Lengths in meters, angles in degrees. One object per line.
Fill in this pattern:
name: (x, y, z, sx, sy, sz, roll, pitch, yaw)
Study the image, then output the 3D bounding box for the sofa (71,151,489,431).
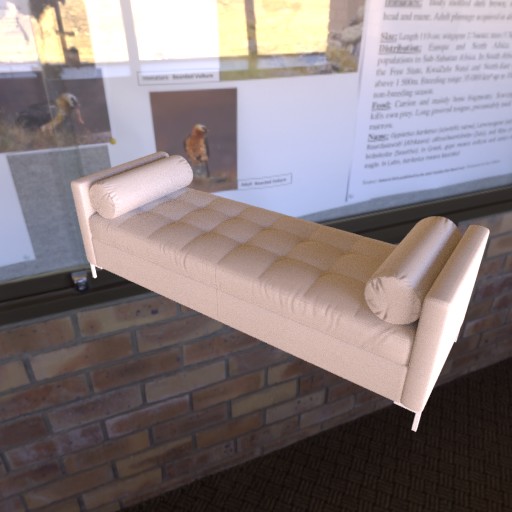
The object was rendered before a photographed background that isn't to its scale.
sofa: (0.000, 0.000, 2.294, 1.981, 0.635, 0.686, 19, 35, 29)
